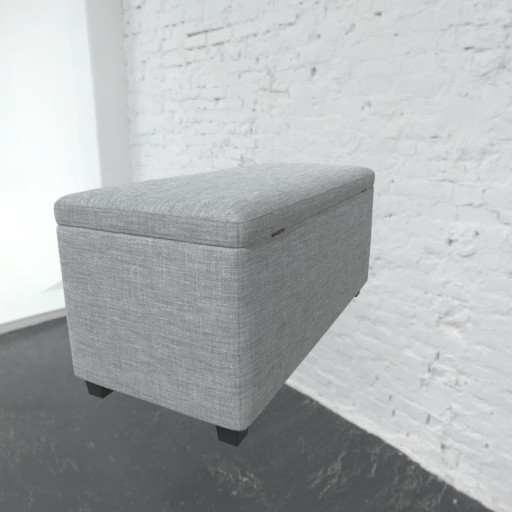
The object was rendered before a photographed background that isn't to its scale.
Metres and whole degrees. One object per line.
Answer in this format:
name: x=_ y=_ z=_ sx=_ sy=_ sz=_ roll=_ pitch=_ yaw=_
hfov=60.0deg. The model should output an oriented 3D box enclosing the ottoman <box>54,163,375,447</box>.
ottoman: x=0.000 y=0.000 z=1.150 sx=0.419 sy=0.432 sz=0.902 roll=8 pitch=18 yaw=26
